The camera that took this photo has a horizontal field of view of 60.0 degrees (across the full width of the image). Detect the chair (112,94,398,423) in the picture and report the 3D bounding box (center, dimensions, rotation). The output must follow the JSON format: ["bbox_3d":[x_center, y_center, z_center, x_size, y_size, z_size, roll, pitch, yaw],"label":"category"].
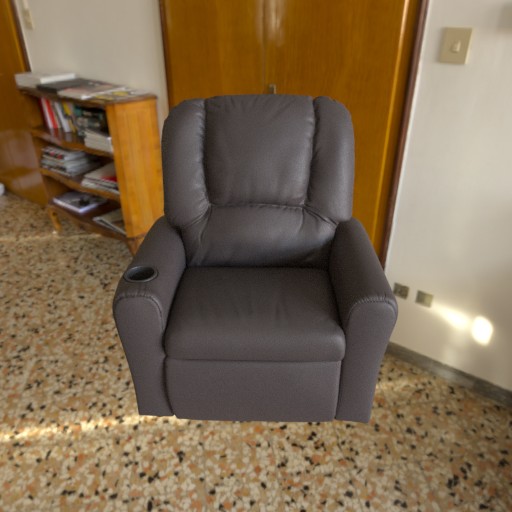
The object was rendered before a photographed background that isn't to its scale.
[{"bbox_3d":[0.000,0.000,1.119,0.610,0.709,0.521,1,30,1],"label":"chair"}]
